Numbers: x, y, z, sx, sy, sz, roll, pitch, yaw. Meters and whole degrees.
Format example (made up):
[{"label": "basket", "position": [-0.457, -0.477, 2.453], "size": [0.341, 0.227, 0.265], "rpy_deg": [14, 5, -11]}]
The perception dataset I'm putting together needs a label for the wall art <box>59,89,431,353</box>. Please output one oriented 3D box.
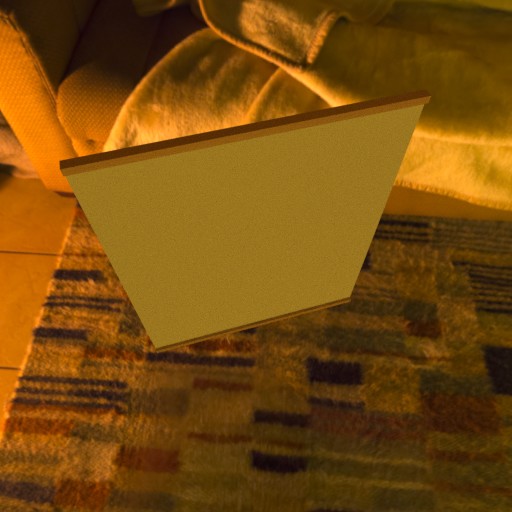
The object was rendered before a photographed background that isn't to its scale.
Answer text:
[{"label": "wall art", "position": [0.000, 0.000, 0.683], "size": [0.405, 0.508, 0.012], "rpy_deg": [-14, 58, -9]}]
